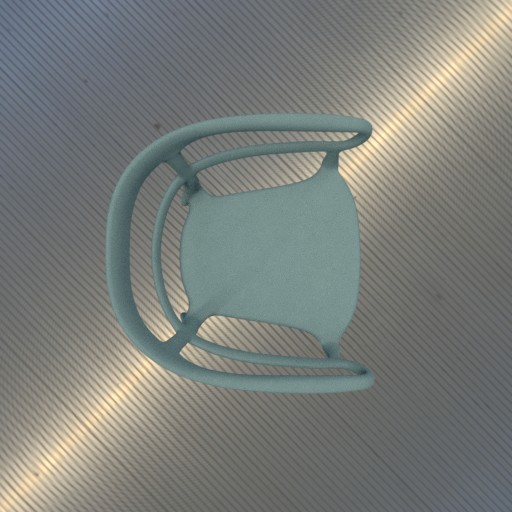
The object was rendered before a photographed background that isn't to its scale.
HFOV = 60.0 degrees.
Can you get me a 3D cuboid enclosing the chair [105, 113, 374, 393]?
[{"bbox_3d":[0.000,0.000,1.141,0.527,0.761,0.559,0,88,-1],"label":"chair"}]
